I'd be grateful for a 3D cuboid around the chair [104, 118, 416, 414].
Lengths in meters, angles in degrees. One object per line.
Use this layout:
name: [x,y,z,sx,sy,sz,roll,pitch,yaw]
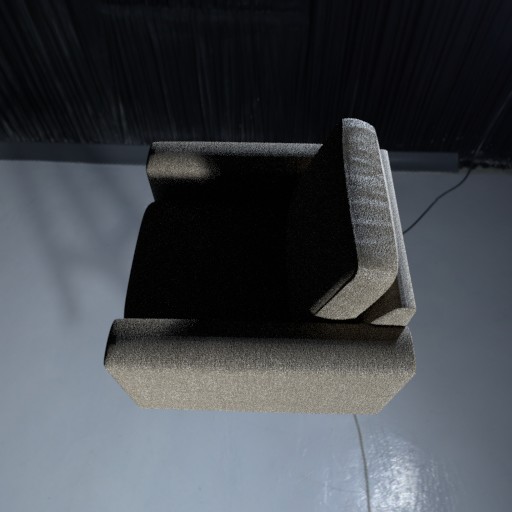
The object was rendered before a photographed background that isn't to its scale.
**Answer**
chair: [0.000,0.000,1.736,1.016,0.873,1.005,1,58,1]
